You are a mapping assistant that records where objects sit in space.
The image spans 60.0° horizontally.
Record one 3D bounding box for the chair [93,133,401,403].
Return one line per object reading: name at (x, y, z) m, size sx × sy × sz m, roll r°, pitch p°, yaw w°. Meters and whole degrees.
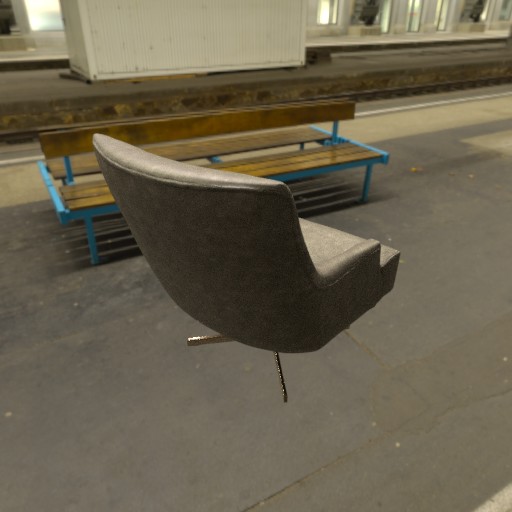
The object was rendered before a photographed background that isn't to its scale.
chair at (0.000, 0.000, 1.531) m, size 0.738 × 0.870 × 0.874 m, roll 21°, pitch 36°, yaw 33°
